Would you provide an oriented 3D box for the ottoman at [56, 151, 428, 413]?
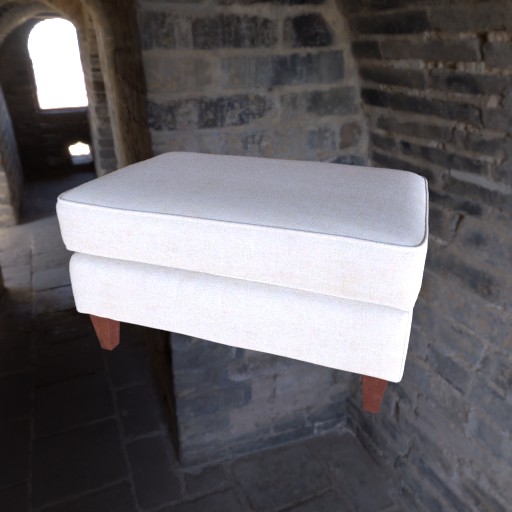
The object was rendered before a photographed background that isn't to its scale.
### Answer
[{"bbox_3d":[0.000,0.000,1.252,0.862,0.484,0.583,8,26,17],"label":"ottoman"}]
